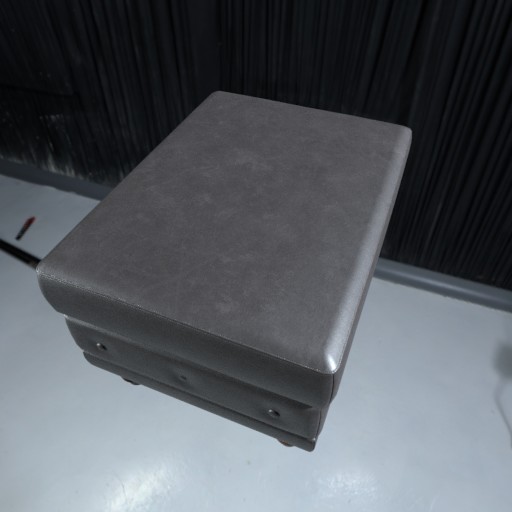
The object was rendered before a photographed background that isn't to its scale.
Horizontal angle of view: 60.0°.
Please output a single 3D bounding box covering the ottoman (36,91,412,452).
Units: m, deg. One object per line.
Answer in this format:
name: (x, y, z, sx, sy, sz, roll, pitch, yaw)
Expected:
ottoman: (0.000, 0.000, 1.143, 0.590, 0.498, 0.795, 16, 48, 15)
